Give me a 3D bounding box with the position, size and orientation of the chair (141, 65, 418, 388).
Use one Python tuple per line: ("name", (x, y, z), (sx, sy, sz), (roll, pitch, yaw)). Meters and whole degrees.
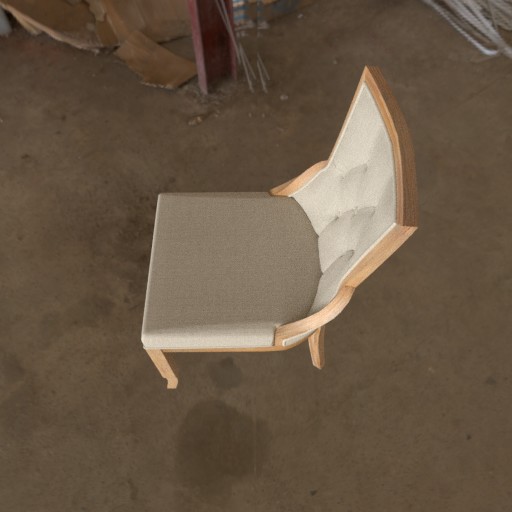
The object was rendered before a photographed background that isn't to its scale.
("chair", (0.000, 0.000, 1.315), (0.641, 0.947, 0.524), (-1, 59, -1))
